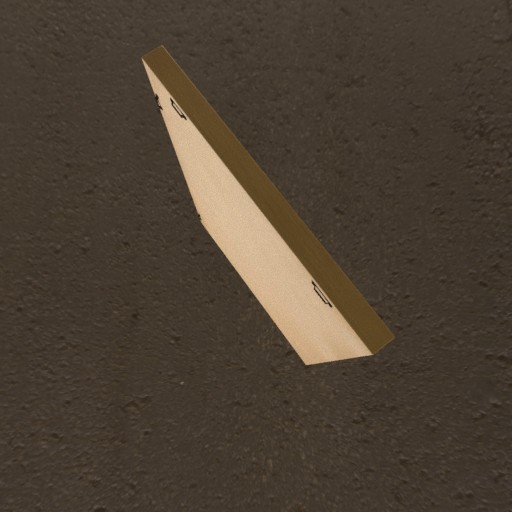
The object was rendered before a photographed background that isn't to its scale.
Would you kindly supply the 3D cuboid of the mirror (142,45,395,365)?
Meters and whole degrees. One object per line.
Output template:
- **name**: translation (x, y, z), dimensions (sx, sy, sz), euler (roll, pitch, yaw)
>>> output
- **mirror**: translation (0.000, 0.000, 0.918), dimensions (0.040, 0.710, 0.507), euler (-35, 78, -9)
